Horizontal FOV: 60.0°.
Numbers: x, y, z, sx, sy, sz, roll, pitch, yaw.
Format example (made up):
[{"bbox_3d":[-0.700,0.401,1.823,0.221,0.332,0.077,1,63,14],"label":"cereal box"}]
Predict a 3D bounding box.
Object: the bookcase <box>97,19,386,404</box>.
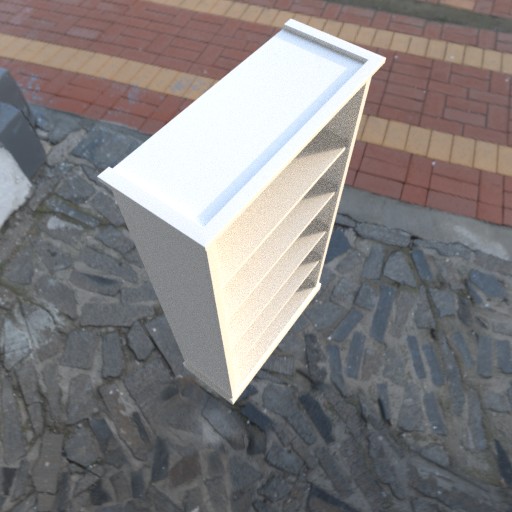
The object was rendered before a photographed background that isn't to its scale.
[{"bbox_3d":[0.000,0.000,2.304,0.432,1.880,1.050,32,64,18],"label":"bookcase"}]
